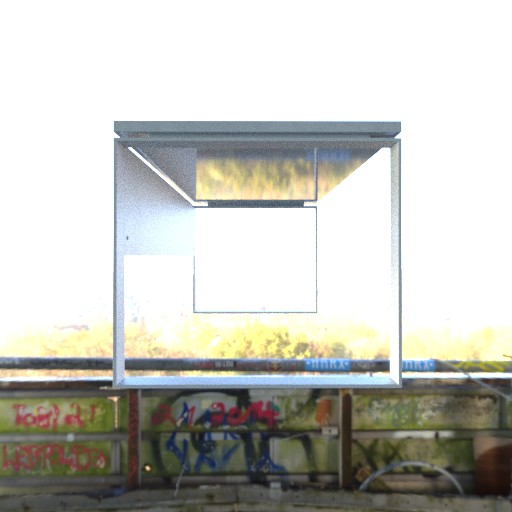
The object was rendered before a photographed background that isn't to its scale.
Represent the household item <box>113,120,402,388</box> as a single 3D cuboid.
[{"bbox_3d":[0.000,0.000,2.076,0.800,0.745,1.700,0,0,0],"label":"household item"}]
